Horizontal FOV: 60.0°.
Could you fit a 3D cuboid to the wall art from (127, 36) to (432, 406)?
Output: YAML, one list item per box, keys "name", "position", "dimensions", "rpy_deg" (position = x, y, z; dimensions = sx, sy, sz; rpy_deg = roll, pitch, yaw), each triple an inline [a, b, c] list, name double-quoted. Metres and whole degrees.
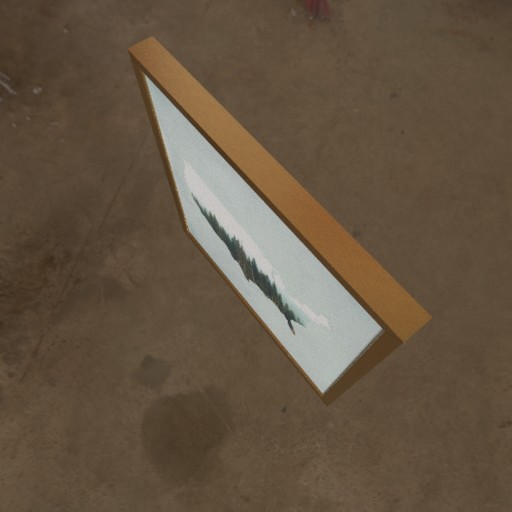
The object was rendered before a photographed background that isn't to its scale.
- name: "wall art"
  position: [0.000, 0.000, 0.745]
  dimensions: [0.040, 0.509, 0.509]
  rpy_deg: [-35, 70, -15]
